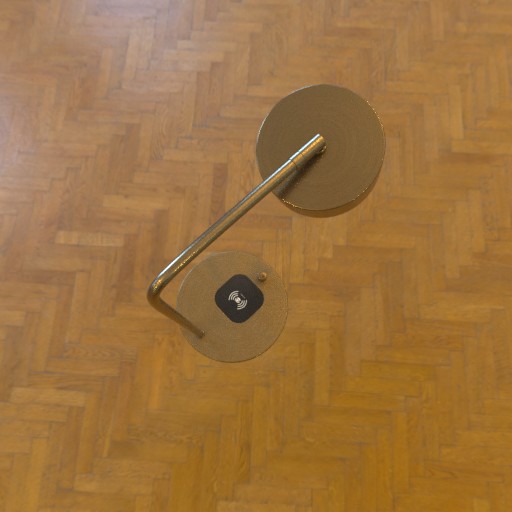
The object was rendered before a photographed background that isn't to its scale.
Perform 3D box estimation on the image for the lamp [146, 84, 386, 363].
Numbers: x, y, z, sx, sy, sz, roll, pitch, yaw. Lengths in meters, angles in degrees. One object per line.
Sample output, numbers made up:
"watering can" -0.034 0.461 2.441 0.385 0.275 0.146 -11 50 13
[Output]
"lamp" 0.000 0.000 0.526 0.270 0.380 0.171 -42 79 -10
